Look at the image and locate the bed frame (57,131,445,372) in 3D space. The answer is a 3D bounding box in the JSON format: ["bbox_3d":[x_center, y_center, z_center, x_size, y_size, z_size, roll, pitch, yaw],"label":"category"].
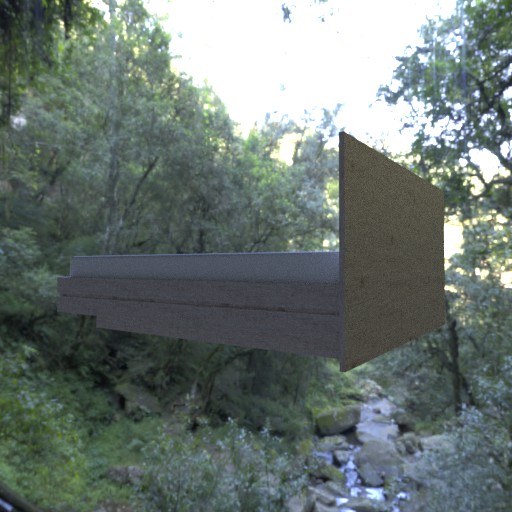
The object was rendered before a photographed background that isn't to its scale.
[{"bbox_3d":[0.000,0.000,3.061,2.080,0.970,1.750,-1,-1,35],"label":"bed frame"}]
